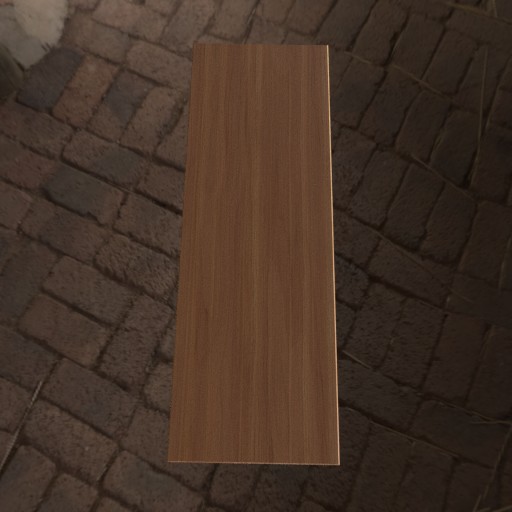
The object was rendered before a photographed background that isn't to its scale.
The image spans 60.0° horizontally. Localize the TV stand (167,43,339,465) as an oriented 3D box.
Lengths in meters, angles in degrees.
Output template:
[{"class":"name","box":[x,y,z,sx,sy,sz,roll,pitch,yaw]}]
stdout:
[{"class":"TV stand","box":[0.000,0.000,1.491,0.417,0.607,1.181,1,75,0]}]
